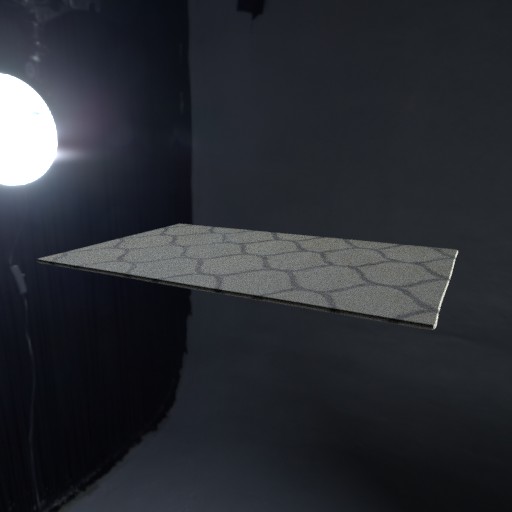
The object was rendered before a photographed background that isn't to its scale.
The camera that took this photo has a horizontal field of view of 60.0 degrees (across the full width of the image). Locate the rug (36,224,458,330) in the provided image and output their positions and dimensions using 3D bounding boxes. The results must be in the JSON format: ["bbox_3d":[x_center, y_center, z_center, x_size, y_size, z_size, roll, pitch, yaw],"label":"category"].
[{"bbox_3d":[0.000,0.000,2.907,2.348,0.024,1.501,7,15,26],"label":"rug"}]
